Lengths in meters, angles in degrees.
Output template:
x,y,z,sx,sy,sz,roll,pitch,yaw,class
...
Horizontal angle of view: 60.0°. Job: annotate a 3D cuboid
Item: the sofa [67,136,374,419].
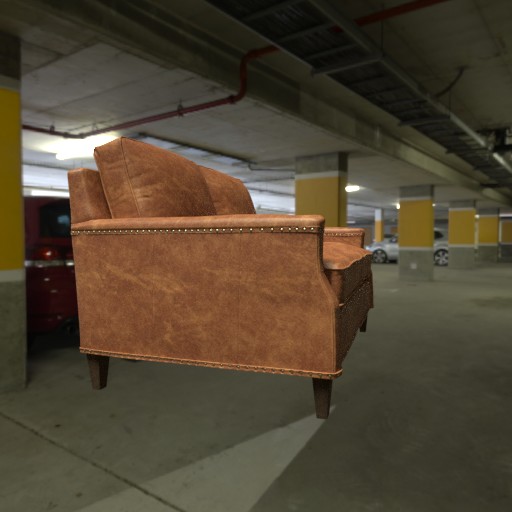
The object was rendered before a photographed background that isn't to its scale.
x,y,z,sx,sy,sz,roll,pitch,yaw,class
0.000,0.000,2.277,1.084,1.003,1.597,1,2,19,sofa
